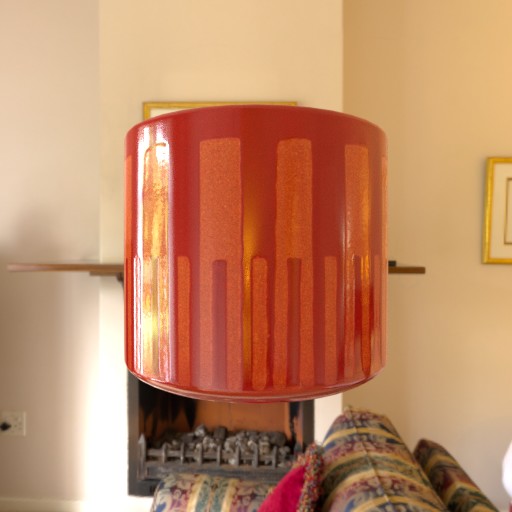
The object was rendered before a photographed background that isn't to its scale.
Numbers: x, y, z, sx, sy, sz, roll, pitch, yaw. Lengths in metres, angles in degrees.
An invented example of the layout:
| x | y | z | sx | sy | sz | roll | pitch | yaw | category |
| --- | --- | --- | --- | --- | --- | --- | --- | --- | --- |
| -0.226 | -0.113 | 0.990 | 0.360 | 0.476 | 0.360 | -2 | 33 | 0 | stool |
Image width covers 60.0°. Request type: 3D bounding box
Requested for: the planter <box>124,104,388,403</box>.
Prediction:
| x | y | z | sx | sy | sz | roll | pitch | yaw | category |
| --- | --- | --- | --- | --- | --- | --- | --- | --- | --- |
| 0.000 | 0.000 | 0.403 | 0.230 | 0.202 | 0.230 | 0 | 1 | 0 | planter |
